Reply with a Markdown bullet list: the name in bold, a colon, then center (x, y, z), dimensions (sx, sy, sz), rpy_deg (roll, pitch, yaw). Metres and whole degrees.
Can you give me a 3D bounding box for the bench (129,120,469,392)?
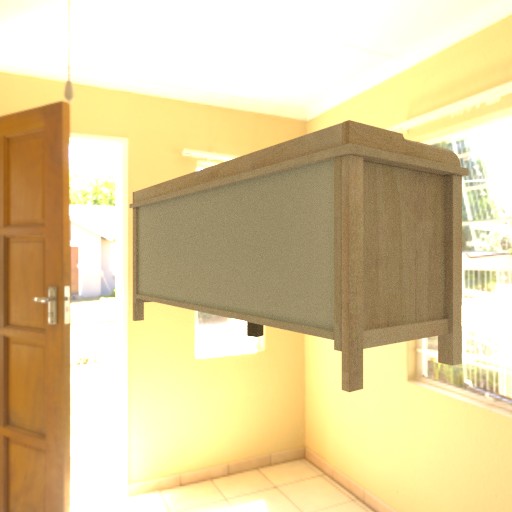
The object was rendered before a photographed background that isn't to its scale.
- **bench**: center (0.000, 0.000, 1.376), dimensions (0.398, 0.501, 1.140), rpy_deg (0, 0, -35)
